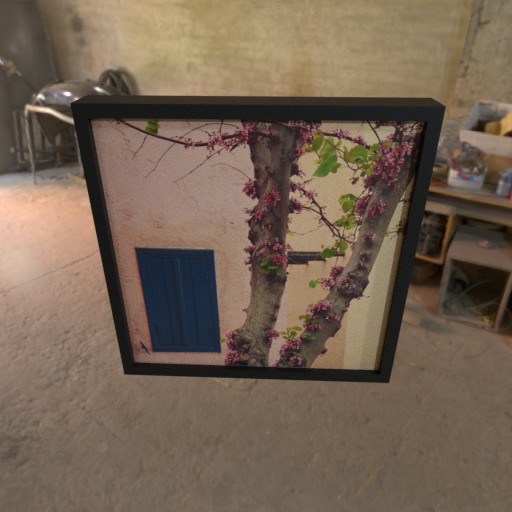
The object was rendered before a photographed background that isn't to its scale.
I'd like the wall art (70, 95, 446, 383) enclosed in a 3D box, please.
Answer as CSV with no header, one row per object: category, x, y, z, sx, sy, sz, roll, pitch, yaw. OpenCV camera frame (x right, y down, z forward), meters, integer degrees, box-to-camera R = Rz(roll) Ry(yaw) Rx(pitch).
wall art,0.000,0.000,0.451,0.305,0.304,0.038,1,30,2
